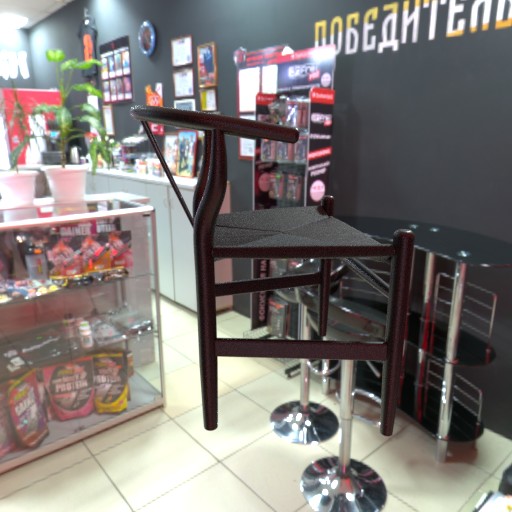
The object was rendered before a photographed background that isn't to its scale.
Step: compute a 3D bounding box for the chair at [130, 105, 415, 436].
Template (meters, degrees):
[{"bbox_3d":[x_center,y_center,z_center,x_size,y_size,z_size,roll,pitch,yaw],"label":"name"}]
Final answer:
[{"bbox_3d":[0.000,0.000,1.149,0.579,0.730,0.569,-2,16,-8],"label":"chair"}]
